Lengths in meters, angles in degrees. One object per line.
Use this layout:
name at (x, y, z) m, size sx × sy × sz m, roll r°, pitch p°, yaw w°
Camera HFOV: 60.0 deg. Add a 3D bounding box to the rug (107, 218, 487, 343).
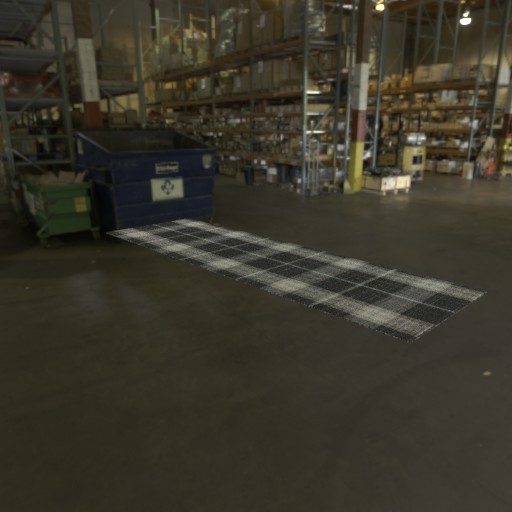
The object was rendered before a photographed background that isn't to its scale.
rug at (0.000, 0.000, 2.722) m, size 0.760 × 0.012 × 2.434 m, roll -15°, pitch 22°, yaw -42°
